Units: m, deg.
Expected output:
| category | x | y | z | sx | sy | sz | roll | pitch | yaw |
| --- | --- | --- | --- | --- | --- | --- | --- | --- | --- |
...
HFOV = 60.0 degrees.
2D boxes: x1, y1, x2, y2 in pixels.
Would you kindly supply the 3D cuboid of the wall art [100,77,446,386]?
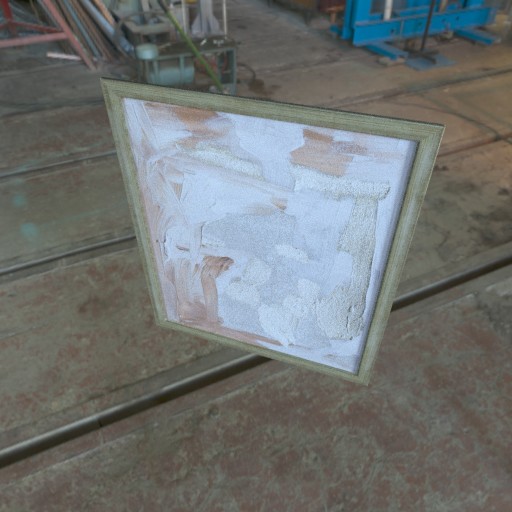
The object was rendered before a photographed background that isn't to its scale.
| category | x | y | z | sx | sy | sz | roll | pitch | yaw |
| --- | --- | --- | --- | --- | --- | --- | --- | --- | --- |
| wall art | 0.000 | 0.000 | 0.777 | 0.483 | 0.559 | 0.009 | 13 | 43 | 14 |
